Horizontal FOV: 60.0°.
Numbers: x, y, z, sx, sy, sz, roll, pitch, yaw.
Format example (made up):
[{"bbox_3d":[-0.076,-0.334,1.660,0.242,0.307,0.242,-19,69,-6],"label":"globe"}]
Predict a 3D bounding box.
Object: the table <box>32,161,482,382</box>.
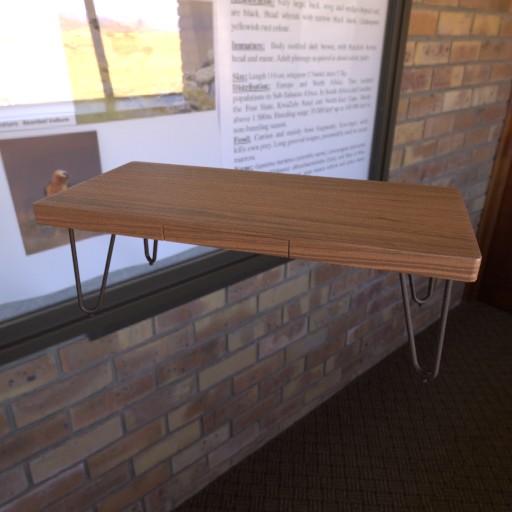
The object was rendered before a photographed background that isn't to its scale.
[{"bbox_3d":[0.000,0.000,1.649,1.375,0.468,0.637,8,27,16],"label":"table"}]
